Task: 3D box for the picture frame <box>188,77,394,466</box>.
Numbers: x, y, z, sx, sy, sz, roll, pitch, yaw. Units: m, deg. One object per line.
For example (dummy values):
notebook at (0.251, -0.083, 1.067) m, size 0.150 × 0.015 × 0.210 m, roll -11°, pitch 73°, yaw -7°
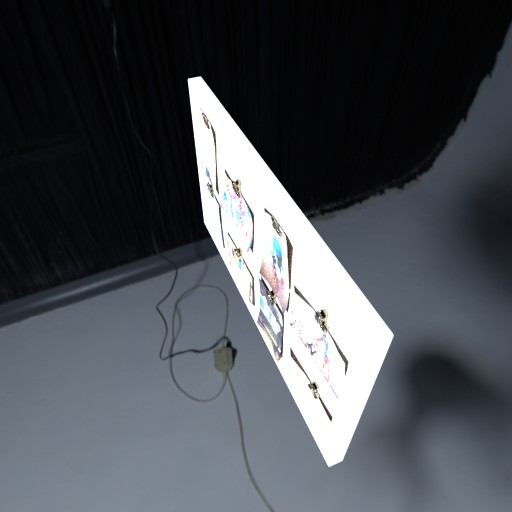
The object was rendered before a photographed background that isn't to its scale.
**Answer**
picture frame at (0.000, 0.000, 0.798) m, size 0.044 × 0.379 × 0.647 m, roll -17°, pitch 49°, yaw -15°
